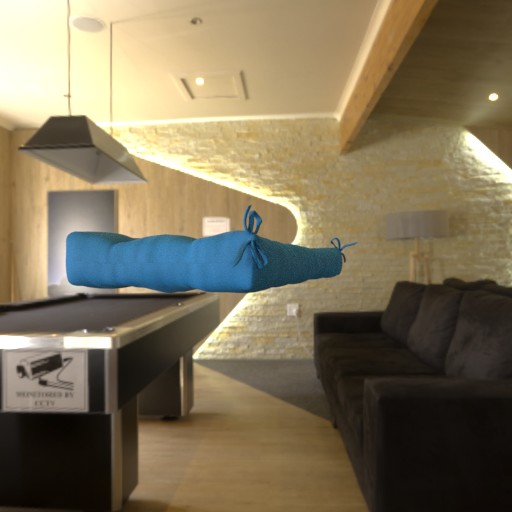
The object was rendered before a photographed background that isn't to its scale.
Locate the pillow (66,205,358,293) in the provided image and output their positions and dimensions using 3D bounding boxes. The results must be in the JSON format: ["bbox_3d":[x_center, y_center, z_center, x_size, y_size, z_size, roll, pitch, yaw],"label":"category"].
[{"bbox_3d":[0.000,0.000,1.386,0.511,0.174,1.194,0,-1,19],"label":"pillow"}]
